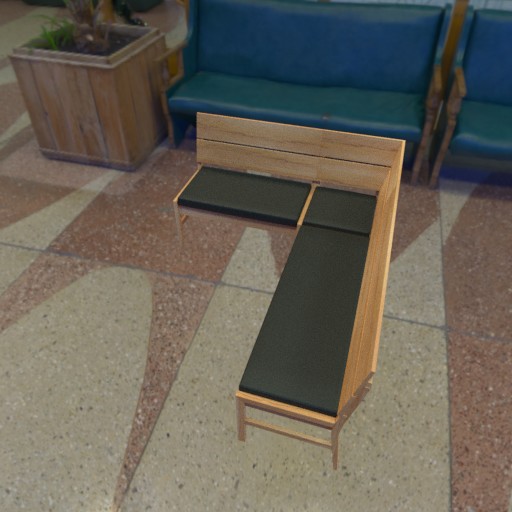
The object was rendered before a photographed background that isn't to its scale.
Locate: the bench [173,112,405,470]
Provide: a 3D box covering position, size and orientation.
[{"bbox_3d":[0.000,0.000,2.821,1.548,0.890,1.948,12,43,13],"label":"bench"}]
